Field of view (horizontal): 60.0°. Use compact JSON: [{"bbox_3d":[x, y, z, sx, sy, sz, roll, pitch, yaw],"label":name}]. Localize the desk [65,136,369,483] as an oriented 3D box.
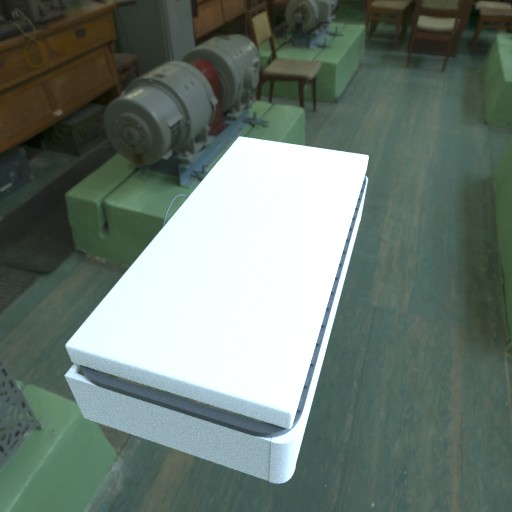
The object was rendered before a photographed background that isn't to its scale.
[{"bbox_3d":[0.000,0.000,2.289,0.900,0.526,1.900,12,41,14],"label":"desk"}]
